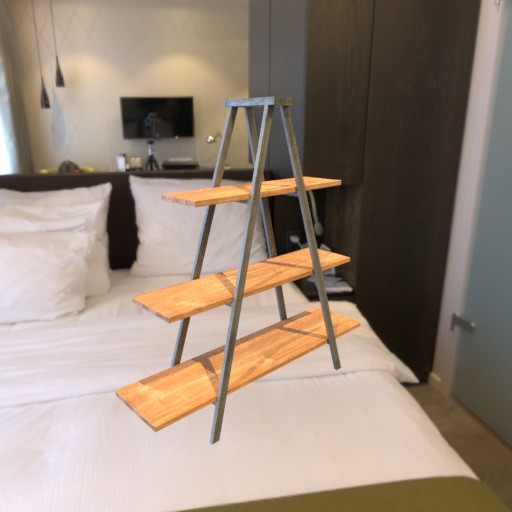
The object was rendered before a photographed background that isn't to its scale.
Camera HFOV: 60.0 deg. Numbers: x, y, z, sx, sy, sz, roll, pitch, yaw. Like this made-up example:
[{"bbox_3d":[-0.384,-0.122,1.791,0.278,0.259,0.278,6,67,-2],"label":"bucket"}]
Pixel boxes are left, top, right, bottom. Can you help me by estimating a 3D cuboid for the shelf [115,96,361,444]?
[{"bbox_3d":[0.000,0.000,2.697,1.746,1.808,0.508,-15,22,-41],"label":"shelf"}]
